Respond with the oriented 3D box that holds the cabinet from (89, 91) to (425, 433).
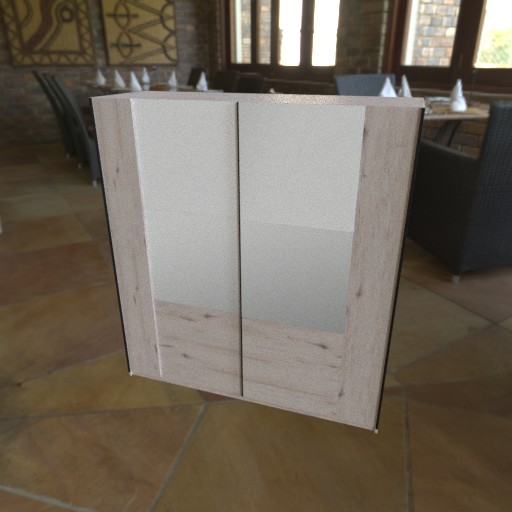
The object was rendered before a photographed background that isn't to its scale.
[{"bbox_3d":[0.000,0.000,3.231,2.000,2.180,0.660,8,25,17],"label":"cabinet"}]
